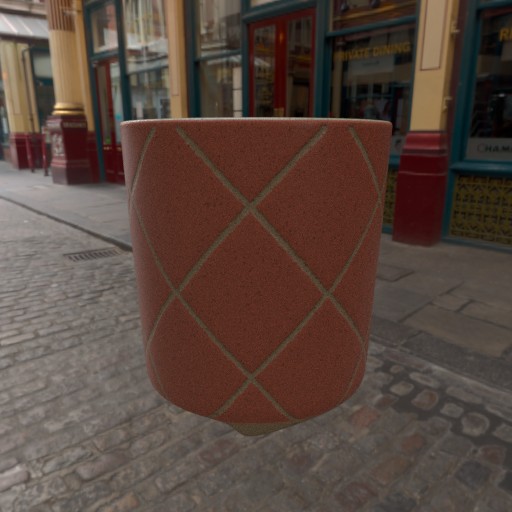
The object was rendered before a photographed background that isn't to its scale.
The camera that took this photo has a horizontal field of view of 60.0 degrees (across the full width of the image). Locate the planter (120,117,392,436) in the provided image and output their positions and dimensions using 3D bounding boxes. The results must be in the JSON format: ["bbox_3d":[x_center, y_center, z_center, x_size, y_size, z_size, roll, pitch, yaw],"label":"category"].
[{"bbox_3d":[0.000,0.000,0.348,0.191,0.200,0.191,0,15,0],"label":"planter"}]
